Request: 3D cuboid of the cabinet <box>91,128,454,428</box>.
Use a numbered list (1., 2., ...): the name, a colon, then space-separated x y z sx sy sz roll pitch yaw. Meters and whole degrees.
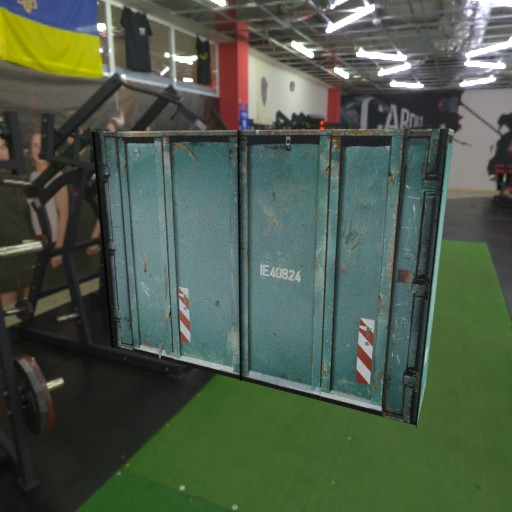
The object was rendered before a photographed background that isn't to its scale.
1. cabinet: 0.000 0.000 3.971 3.001 2.160 0.680 7 16 25
